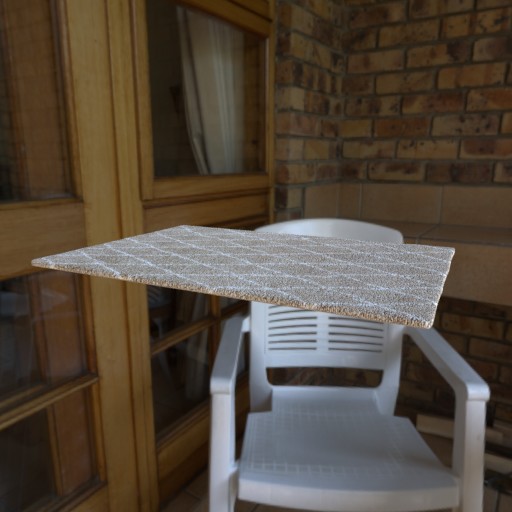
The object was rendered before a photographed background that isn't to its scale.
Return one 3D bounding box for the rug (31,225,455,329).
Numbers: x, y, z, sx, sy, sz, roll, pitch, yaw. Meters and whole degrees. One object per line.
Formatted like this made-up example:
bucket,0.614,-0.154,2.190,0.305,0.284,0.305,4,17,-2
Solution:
rug,0.000,0.000,2.234,1.778,0.030,1.219,6,14,26
